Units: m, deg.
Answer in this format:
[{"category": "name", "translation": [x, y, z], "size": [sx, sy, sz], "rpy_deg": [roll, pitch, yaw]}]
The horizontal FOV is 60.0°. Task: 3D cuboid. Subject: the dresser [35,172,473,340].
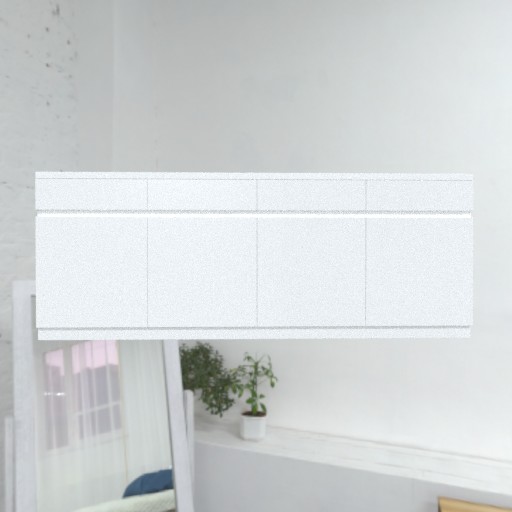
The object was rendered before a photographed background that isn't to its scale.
[{"category": "dresser", "translation": [0.000, 0.000, 2.479], "size": [2.200, 0.840, 0.500], "rpy_deg": [0, 1, -2]}]
